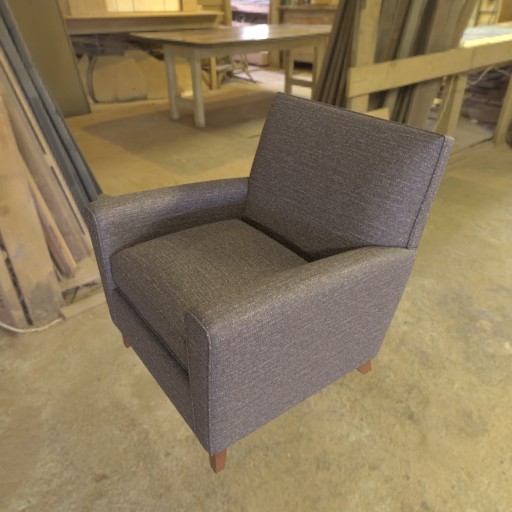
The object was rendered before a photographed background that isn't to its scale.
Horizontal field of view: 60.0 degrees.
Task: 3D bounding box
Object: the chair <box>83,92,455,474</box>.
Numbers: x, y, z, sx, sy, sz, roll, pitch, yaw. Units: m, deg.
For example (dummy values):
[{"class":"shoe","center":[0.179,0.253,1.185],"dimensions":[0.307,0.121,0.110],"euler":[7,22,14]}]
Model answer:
[{"class":"chair","center":[0.000,0.000,1.542],"dimensions":[0.875,0.885,0.838],"euler":[-21,37,-31]}]
